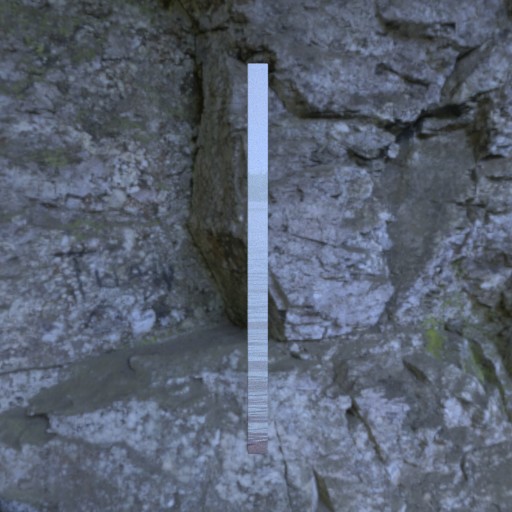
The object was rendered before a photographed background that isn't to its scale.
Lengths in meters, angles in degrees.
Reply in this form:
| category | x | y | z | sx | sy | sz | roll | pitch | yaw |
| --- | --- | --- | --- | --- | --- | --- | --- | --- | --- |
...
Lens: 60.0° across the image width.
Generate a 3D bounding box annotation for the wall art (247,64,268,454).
| category | x | y | z | sx | sy | sz | roll | pitch | yaw |
| --- | --- | --- | --- | --- | --- | --- | --- | --- | --- |
| wall art | 0.000 | 0.000 | 1.440 | 0.040 | 0.765 | 1.149 | 0 | 1 | 0 |
